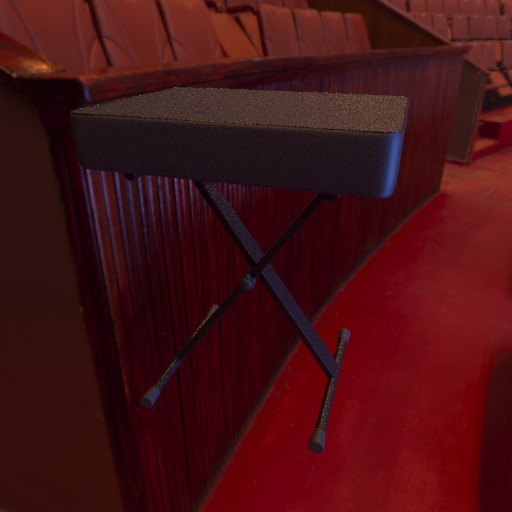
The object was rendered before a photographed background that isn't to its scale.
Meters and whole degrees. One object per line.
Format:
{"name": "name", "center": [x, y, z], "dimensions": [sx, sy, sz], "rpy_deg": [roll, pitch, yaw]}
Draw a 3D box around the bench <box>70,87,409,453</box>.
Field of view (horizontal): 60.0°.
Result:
{"name": "bench", "center": [0.000, 0.000, 0.760], "dimensions": [0.424, 0.500, 0.321], "rpy_deg": [8, 28, 16]}
